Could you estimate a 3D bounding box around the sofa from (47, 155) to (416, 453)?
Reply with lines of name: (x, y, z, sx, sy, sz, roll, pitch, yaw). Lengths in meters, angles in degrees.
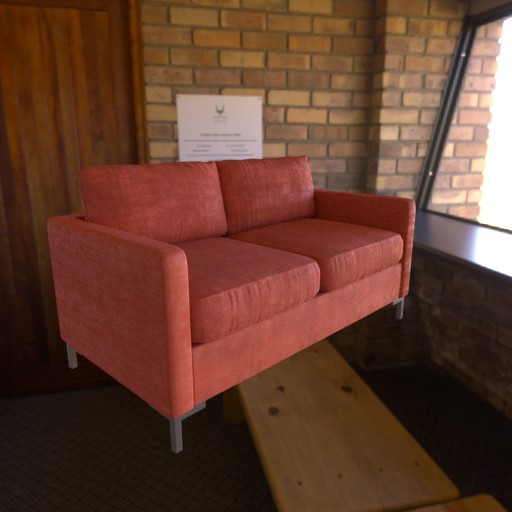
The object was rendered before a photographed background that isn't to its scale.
sofa: (0.000, 0.000, 2.093, 0.864, 0.896, 1.574, 13, 19, 43)
